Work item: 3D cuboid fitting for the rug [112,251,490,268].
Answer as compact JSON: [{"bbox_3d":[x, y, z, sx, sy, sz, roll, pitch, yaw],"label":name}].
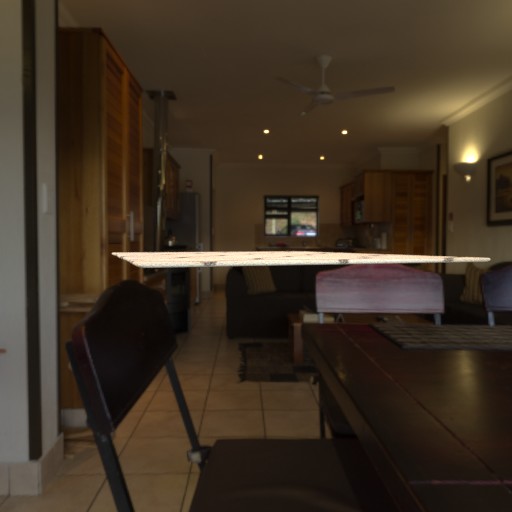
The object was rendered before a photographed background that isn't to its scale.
[{"bbox_3d":[0.000,0.000,4.063,2.399,0.026,3.000,-1,2,-20],"label":"rug"}]
